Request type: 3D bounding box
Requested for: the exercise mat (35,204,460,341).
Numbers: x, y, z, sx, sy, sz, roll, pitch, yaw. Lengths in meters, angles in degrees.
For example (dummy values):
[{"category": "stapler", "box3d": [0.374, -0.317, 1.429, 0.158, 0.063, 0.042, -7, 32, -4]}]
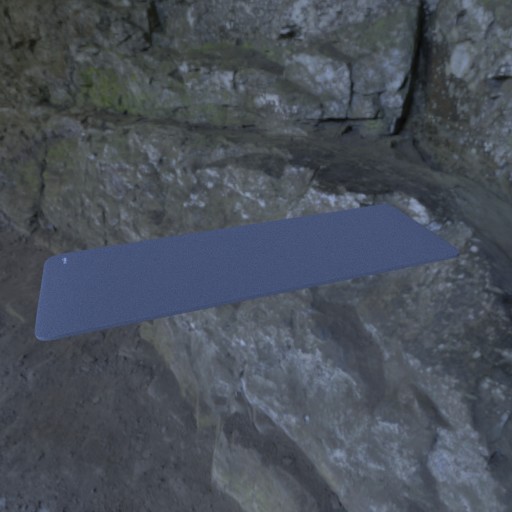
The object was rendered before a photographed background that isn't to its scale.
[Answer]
[{"category": "exercise mat", "box3d": [0.000, 0.000, 2.088, 1.884, 0.021, 0.616, -10, 32, -16]}]
